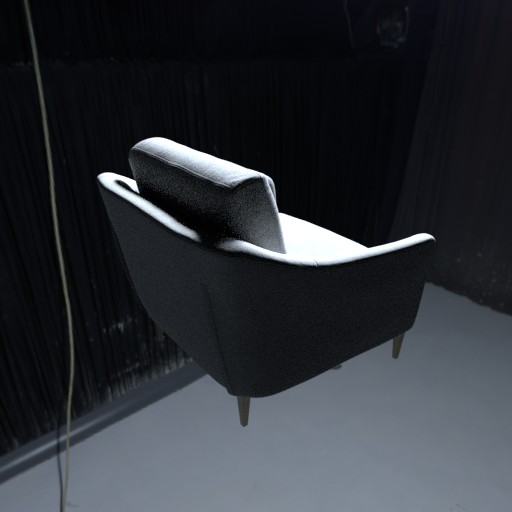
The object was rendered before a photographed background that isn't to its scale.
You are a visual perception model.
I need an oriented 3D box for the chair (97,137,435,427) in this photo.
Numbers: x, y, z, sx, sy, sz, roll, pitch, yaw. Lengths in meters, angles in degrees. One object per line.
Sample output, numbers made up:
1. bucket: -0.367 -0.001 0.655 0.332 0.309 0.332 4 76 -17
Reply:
1. chair: 0.000 0.000 1.764 0.961 0.902 0.986 -20 33 -34
